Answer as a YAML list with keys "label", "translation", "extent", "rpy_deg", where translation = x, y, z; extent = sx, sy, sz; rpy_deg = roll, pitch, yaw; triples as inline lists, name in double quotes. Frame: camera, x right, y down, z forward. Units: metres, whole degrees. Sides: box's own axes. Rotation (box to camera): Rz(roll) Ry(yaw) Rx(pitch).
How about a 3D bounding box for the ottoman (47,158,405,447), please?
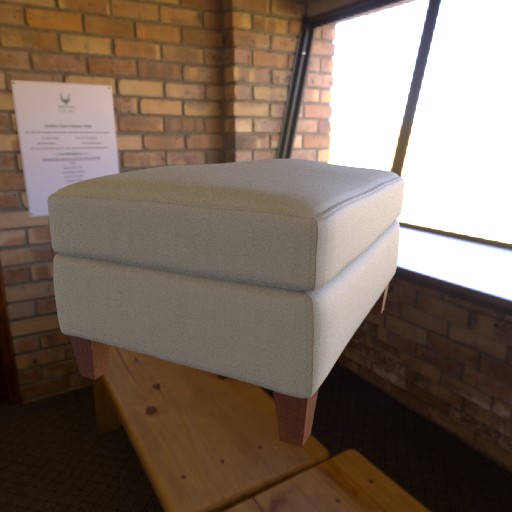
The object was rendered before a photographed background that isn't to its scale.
- label: "ottoman"
  translation: [0.000, 0.000, 1.188]
  extent: [0.634, 0.496, 0.818]
  rpy_deg: [7, 17, 26]
